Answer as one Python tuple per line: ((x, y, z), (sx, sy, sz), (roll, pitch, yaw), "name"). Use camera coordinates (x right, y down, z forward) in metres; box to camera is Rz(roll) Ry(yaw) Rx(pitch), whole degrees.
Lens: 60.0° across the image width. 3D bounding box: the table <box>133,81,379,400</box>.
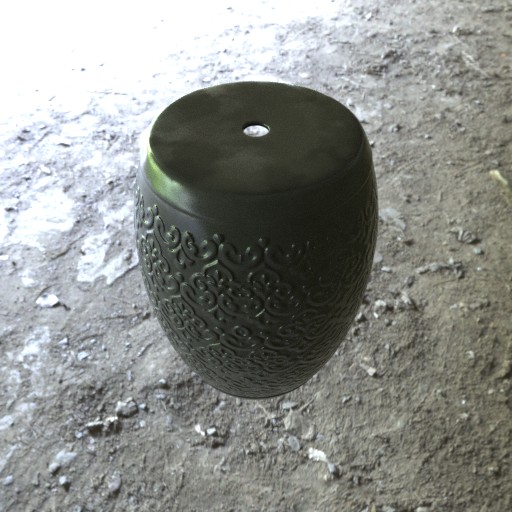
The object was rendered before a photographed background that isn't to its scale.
((0.000, 0.000, 0.614), (0.309, 0.397, 0.309), (0, 46, 0), "table")
